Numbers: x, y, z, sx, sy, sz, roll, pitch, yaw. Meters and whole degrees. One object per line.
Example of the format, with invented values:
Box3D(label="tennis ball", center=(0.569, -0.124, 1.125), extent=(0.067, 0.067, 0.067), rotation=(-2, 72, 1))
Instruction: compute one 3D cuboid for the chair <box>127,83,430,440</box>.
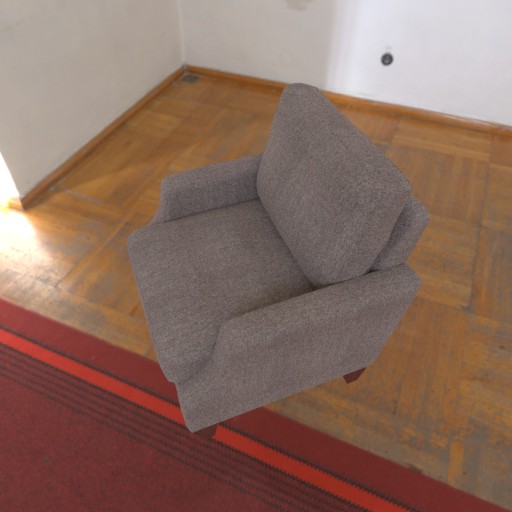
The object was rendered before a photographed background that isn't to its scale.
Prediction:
Box3D(label="chair", center=(0.000, 0.000, 1.670), extent=(0.897, 0.993, 0.855), rotation=(-16, 50, -14))
